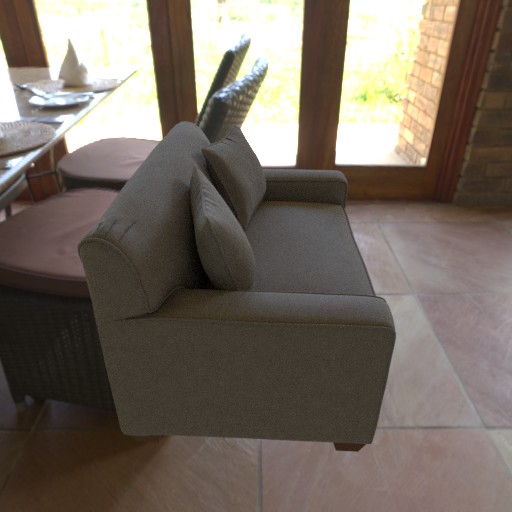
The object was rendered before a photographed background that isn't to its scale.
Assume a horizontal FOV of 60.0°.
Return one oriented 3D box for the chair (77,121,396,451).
[{"bbox_3d":[0.000,0.000,2.027,0.992,0.953,1.395,2,31,3],"label":"chair"}]
